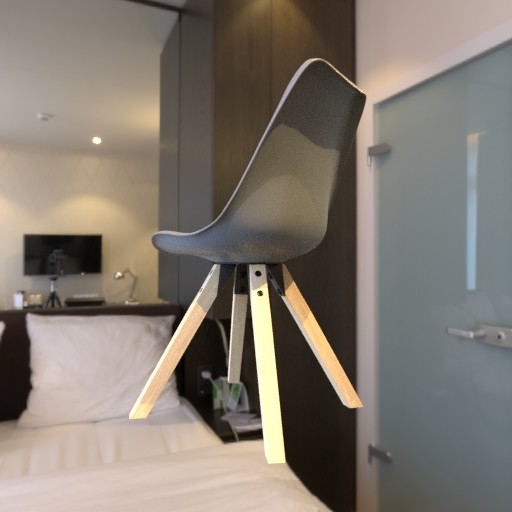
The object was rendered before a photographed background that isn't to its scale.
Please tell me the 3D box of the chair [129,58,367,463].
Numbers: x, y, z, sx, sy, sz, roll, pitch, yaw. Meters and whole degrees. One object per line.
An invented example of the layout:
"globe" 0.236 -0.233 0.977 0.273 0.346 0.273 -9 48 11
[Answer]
"chair" 0.000 0.000 1.193 0.550 0.850 0.485 0 -1 35
